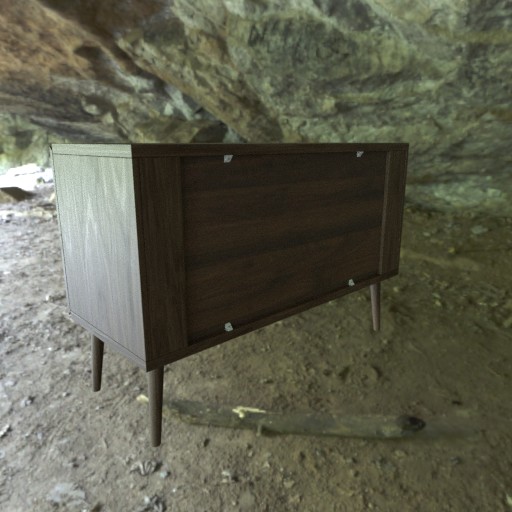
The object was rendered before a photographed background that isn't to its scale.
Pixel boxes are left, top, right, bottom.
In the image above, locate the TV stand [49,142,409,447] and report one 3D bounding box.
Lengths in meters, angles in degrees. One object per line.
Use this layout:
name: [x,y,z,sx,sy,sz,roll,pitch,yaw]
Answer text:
TV stand: [0.000,0.000,1.337,0.990,0.660,0.405,-13,20,-42]
